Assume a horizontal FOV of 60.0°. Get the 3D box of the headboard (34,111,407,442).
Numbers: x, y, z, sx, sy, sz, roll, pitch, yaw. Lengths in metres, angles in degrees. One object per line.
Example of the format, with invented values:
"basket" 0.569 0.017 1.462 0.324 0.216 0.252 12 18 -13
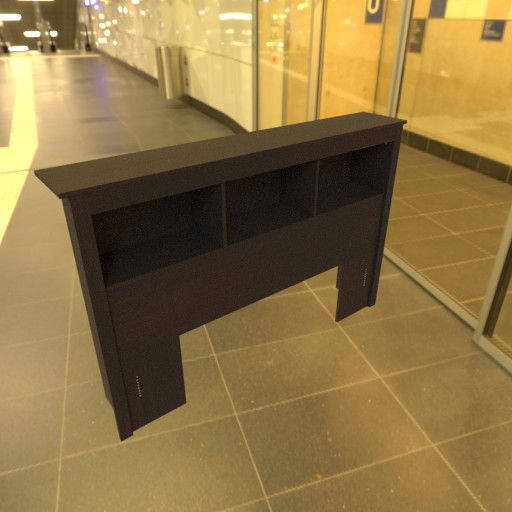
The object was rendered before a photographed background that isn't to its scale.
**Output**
"headboard" 0.000 0.000 2.101 1.671 1.092 0.279 -20 35 -32
